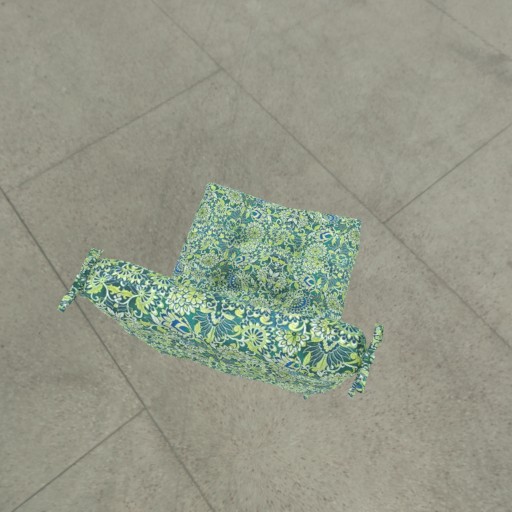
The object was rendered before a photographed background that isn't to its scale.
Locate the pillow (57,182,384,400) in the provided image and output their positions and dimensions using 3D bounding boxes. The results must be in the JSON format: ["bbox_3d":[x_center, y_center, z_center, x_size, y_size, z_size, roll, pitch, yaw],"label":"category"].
[{"bbox_3d":[0.000,0.000,1.006,0.519,0.605,0.571,15,67,6],"label":"pillow"}]
